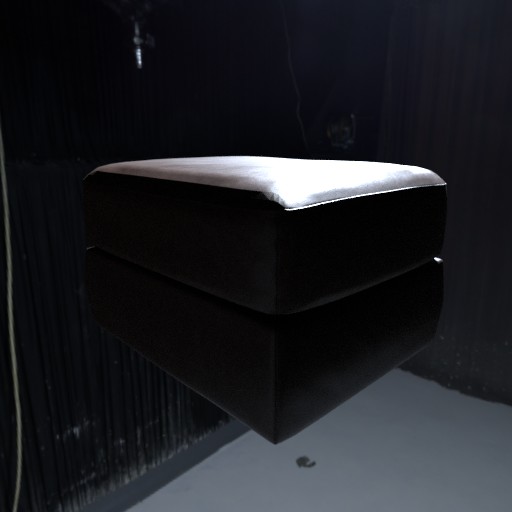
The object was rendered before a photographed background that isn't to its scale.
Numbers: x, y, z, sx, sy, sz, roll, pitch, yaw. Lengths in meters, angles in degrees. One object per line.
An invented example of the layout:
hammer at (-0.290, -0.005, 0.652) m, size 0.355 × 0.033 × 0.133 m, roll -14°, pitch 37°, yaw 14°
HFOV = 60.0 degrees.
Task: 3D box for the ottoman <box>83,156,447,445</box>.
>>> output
ottoman at (0.000, 0.000, 1.126) m, size 0.603 × 0.476 × 0.751 m, roll -14°, pitch 21°, yaw -42°
